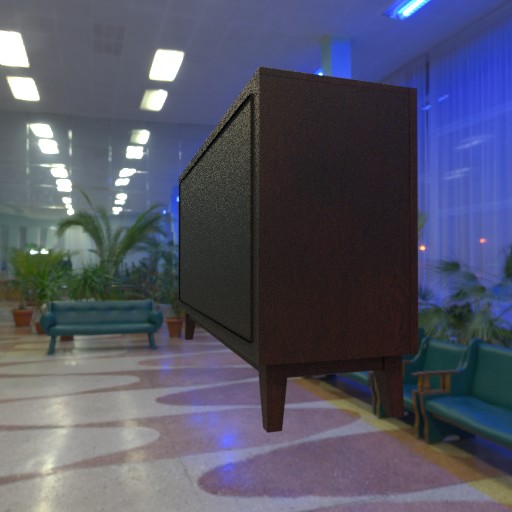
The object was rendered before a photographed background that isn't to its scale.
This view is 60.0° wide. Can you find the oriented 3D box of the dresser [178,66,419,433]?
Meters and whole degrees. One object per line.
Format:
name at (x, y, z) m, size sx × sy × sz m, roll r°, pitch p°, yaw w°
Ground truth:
dresser at (0.000, 0.000, 1.995) m, size 0.499 × 0.971 × 1.609 m, roll 0°, pitch -1°, yaw -17°
